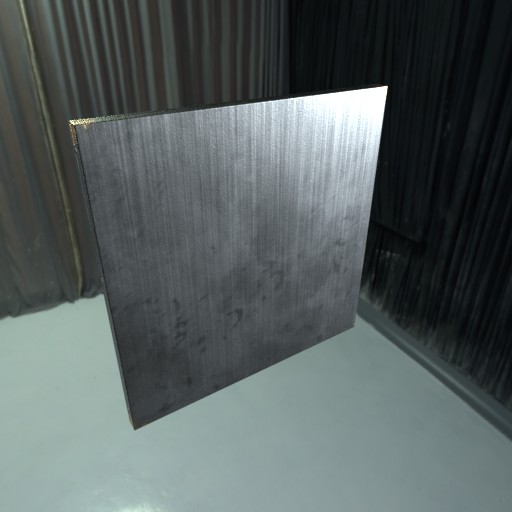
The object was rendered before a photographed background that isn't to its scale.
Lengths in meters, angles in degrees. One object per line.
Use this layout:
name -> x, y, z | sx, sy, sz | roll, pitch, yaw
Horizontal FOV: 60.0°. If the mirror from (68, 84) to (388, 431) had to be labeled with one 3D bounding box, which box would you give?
mirror -> 0.000, 0.000, 0.565 | 0.382, 0.381, 0.020 | -18, 34, -28
